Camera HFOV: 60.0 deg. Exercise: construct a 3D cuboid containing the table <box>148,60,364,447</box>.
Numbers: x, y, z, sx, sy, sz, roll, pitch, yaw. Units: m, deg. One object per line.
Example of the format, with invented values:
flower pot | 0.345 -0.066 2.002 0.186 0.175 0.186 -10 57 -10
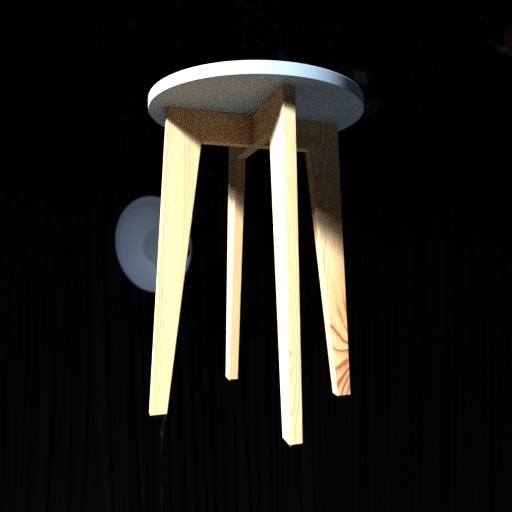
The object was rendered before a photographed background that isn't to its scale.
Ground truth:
table | 0.000 0.000 0.740 0.350 0.500 0.350 0 0 0
